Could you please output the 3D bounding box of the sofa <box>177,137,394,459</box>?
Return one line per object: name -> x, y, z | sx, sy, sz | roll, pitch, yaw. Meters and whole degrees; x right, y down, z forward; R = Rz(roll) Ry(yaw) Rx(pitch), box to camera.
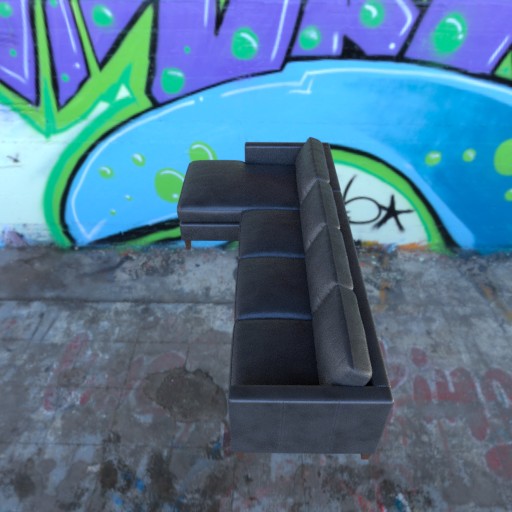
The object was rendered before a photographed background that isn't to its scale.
sofa -> 0.000, 0.000, 3.867 | 1.581, 0.883, 3.203 | 0, 40, 0
